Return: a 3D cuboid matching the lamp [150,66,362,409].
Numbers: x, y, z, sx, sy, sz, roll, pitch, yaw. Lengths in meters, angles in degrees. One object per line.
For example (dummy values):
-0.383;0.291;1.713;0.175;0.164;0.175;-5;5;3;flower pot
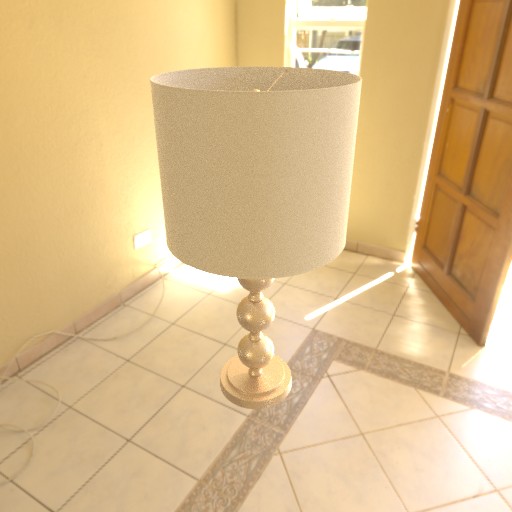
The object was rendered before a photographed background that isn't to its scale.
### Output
0.000;0.000;0.712;0.277;0.538;0.277;10;30;18;lamp
